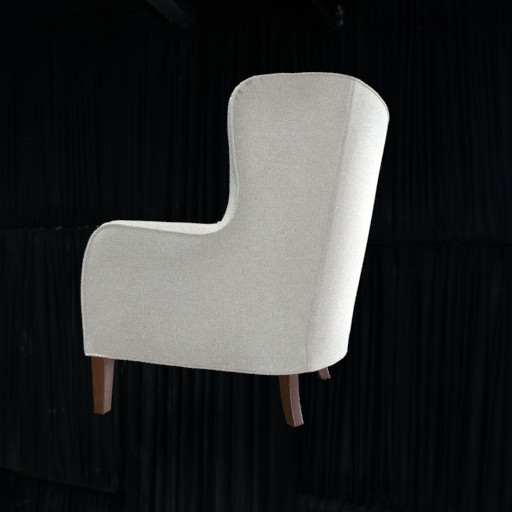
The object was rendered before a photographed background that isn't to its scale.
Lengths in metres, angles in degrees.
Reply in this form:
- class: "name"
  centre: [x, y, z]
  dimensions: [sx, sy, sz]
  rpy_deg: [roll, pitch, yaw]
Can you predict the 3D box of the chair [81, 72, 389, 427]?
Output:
- class: "chair"
  centre: [0.000, 0.000, 1.679]
  dimensions: [0.966, 1.040, 0.838]
  rpy_deg: [0, 0, 18]
